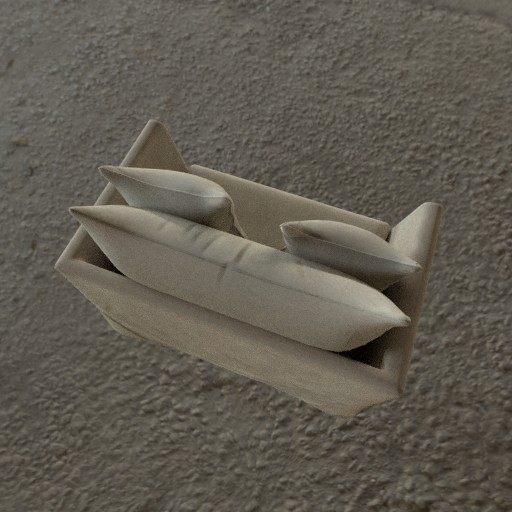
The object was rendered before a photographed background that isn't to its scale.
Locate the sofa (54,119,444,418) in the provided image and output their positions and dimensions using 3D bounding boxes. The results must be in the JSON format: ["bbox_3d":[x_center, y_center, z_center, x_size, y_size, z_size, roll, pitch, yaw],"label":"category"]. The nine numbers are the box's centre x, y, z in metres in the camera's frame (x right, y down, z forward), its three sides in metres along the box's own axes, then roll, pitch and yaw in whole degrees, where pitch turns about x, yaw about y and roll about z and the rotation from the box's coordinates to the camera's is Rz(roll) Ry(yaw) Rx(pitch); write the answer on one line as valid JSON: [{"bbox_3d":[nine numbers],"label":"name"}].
[{"bbox_3d":[0.000,0.000,2.267,1.608,1.040,1.035,19,64,9],"label":"sofa"}]
